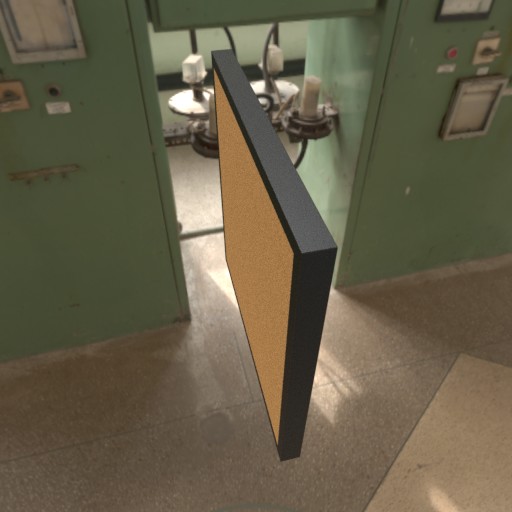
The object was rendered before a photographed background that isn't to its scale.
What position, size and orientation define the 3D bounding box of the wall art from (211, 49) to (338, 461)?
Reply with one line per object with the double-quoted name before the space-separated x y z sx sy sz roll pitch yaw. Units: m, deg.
"wall art" 0.000 0.000 0.765 0.036 0.508 0.508 -10 46 -10
